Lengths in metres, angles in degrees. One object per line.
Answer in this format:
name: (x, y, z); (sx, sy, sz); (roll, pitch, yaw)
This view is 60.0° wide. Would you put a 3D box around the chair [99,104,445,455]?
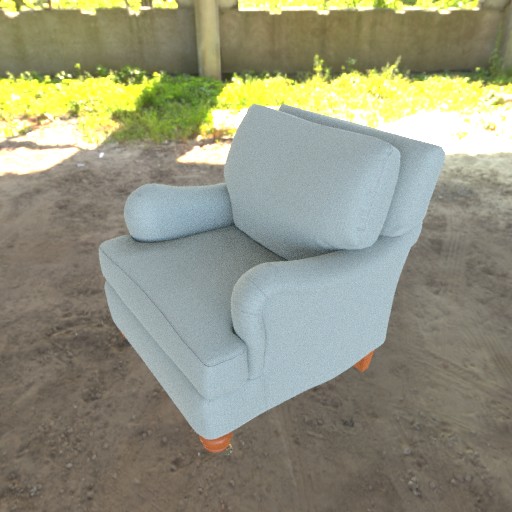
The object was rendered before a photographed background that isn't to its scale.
chair: (0.000, 0.000, 1.840); (1.070, 1.038, 0.955); (-21, 36, -31)
